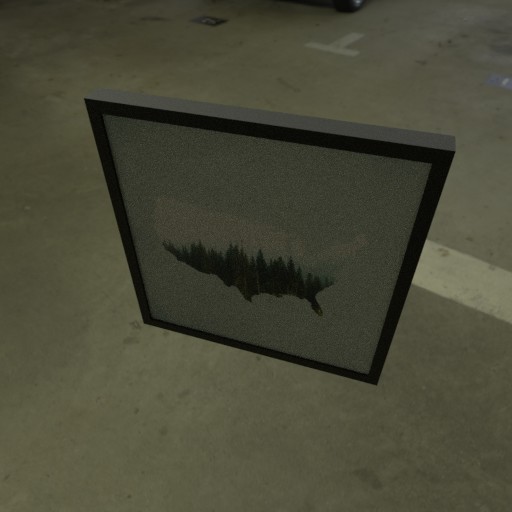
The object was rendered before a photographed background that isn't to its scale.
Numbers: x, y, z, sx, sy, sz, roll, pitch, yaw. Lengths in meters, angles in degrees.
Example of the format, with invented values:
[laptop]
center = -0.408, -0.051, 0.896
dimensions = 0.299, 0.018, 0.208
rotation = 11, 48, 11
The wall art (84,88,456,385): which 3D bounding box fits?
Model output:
[wall art]
center = 0.000, 0.000, 0.766
dimensions = 0.509, 0.509, 0.040
rotation = 12, 44, 13
